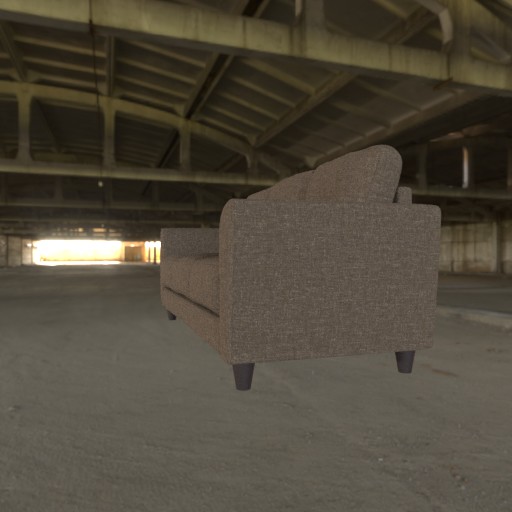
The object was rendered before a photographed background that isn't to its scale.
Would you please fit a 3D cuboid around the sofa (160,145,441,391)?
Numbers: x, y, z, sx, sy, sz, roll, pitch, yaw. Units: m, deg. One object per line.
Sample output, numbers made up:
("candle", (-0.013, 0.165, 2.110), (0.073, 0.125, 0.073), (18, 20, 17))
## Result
("sofa", (0.000, 0.000, 2.384), (0.837, 0.891, 1.847), (0, 0, -19))
